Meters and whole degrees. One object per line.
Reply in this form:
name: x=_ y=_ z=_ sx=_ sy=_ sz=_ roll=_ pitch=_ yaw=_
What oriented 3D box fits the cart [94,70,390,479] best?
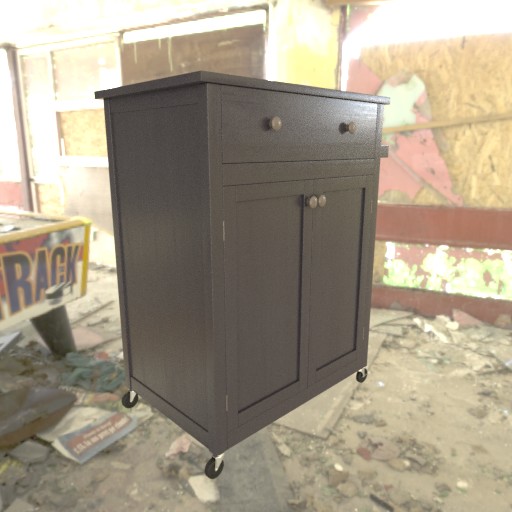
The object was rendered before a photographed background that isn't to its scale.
cart: x=0.000 y=0.000 z=1.278 sx=0.690 sy=0.878 sz=0.449 roll=-13 pitch=19 yaw=-42
